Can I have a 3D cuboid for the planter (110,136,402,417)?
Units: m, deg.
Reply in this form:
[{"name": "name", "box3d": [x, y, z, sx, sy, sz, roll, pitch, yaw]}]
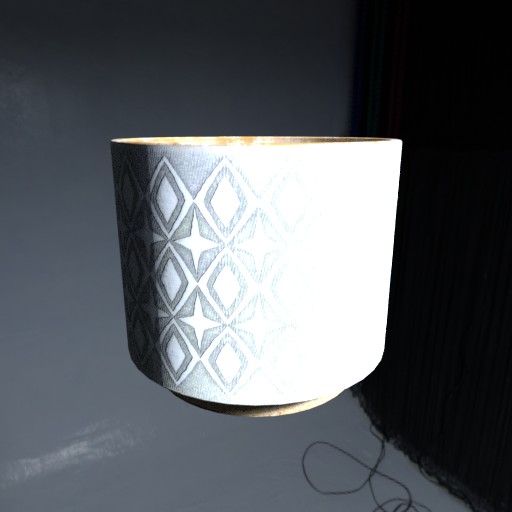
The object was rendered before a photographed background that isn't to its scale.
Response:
[{"name": "planter", "box3d": [0.000, 0.000, 0.436, 0.255, 0.223, 0.255, 0, 16, 0]}]
